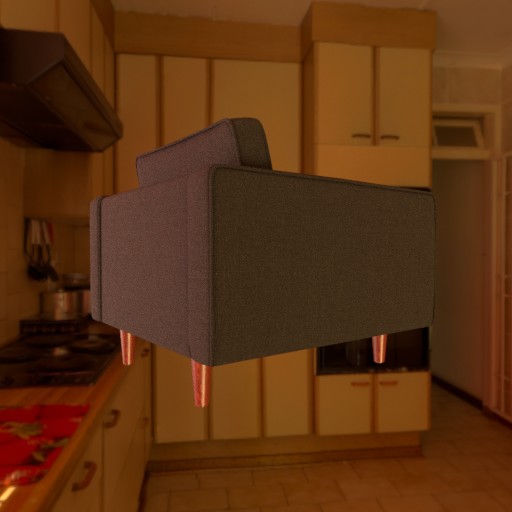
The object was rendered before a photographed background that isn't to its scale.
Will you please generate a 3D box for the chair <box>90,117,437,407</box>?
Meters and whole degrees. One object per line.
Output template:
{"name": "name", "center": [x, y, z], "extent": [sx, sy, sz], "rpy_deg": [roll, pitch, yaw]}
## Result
{"name": "chair", "center": [0.000, 0.000, 1.589], "extent": [0.919, 0.770, 0.899], "rpy_deg": [-1, 1, -37]}
